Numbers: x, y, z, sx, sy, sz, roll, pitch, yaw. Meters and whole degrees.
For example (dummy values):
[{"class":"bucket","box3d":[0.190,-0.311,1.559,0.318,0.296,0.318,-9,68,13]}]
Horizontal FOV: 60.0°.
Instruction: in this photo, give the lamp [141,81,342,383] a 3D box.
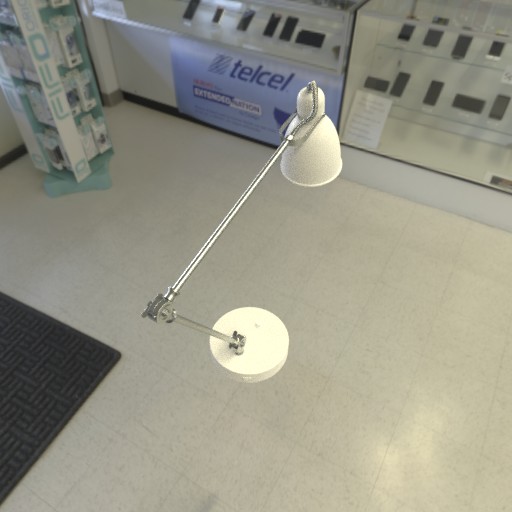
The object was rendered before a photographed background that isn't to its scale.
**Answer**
[{"class":"lamp","box3d":[0.000,0.000,0.878,0.187,0.587,0.561,25,51,22]}]
